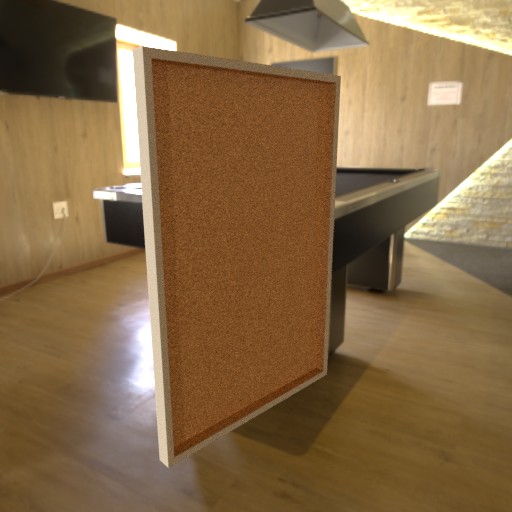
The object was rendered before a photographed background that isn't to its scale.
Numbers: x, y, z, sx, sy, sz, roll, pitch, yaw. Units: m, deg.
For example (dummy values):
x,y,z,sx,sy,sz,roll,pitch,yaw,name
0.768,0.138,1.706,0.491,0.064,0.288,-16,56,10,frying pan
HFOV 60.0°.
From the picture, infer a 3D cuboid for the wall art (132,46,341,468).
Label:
x,y,z,sx,sy,sz,roll,pitch,yaw,name
0.000,0.000,1.144,0.610,0.914,0.038,-14,21,-42,wall art
